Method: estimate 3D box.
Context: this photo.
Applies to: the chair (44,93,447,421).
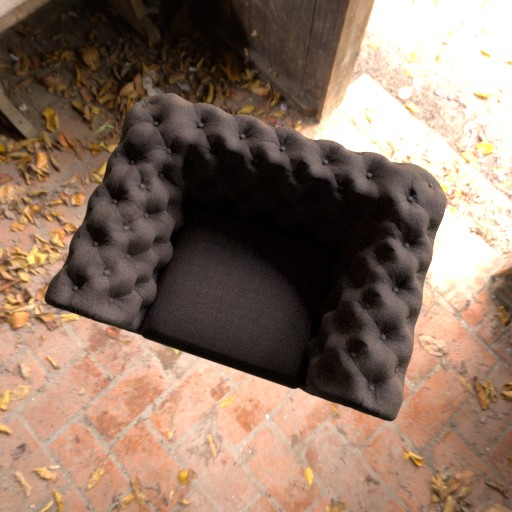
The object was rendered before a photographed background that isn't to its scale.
[{"bbox_3d":[0.000,0.000,1.894,1.298,0.780,0.945,18,76,5],"label":"chair"}]
